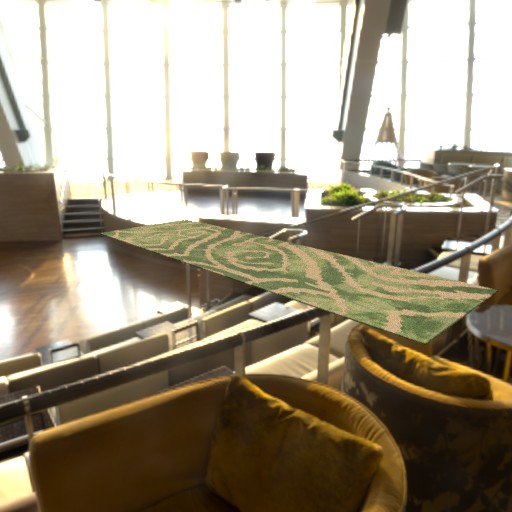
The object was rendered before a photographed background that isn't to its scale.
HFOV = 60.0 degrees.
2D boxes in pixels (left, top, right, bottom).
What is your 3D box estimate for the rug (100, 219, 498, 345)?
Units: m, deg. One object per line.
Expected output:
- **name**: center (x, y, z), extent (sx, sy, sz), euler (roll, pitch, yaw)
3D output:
- **rug**: center (0.000, 0.000, 2.638), extent (0.761, 0.006, 2.438), euler (-15, 22, -43)
